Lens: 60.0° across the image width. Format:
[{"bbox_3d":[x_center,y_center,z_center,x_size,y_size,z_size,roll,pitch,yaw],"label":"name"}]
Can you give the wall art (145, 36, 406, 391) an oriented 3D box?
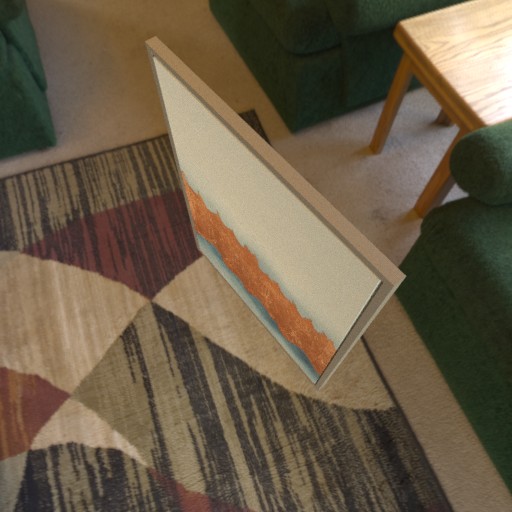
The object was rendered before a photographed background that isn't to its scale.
[{"bbox_3d":[0.000,0.000,1.365,0.034,1.042,0.789,-36,69,-16],"label":"wall art"}]
